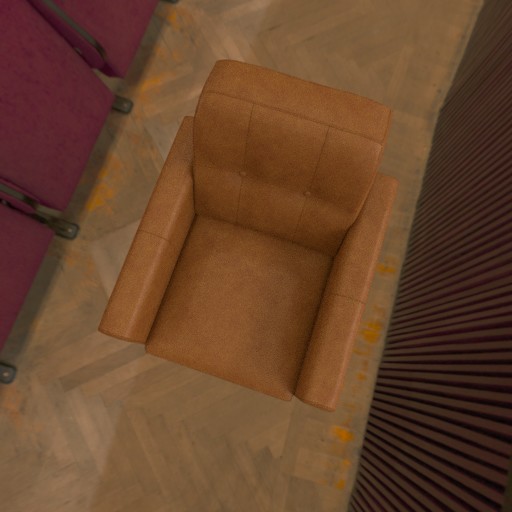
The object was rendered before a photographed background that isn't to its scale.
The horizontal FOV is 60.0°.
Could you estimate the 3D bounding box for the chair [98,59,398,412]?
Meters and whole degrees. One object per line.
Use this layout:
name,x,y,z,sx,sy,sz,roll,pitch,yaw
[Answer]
chair,0.000,0.000,1.684,0.845,0.968,0.942,18,77,4
